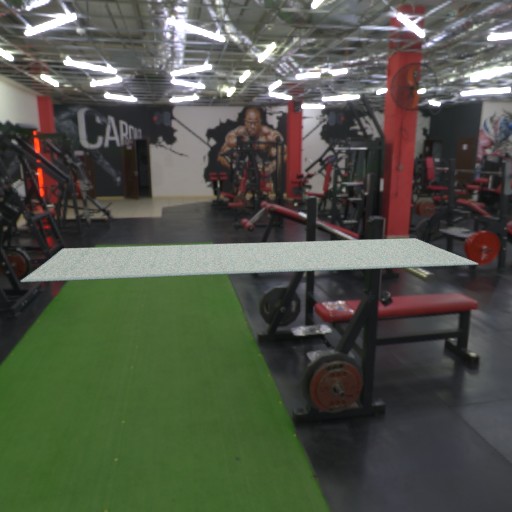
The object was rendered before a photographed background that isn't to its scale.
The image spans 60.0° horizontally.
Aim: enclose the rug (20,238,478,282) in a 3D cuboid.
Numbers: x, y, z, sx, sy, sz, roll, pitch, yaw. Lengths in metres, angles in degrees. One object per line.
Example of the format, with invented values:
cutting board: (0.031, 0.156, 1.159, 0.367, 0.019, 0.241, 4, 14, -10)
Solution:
rug: (0.000, 0.000, 2.423, 2.196, 0.011, 0.662, -2, 14, -8)
